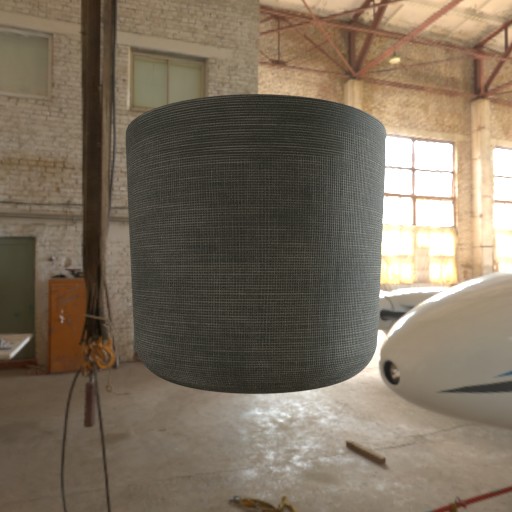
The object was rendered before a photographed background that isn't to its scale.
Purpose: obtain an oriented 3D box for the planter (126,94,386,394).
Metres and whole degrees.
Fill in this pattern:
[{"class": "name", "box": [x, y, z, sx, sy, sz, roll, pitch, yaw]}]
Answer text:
[{"class": "planter", "box": [0.000, 0.000, 0.774, 0.440, 0.398, 0.440, 0, -2, 0]}]
